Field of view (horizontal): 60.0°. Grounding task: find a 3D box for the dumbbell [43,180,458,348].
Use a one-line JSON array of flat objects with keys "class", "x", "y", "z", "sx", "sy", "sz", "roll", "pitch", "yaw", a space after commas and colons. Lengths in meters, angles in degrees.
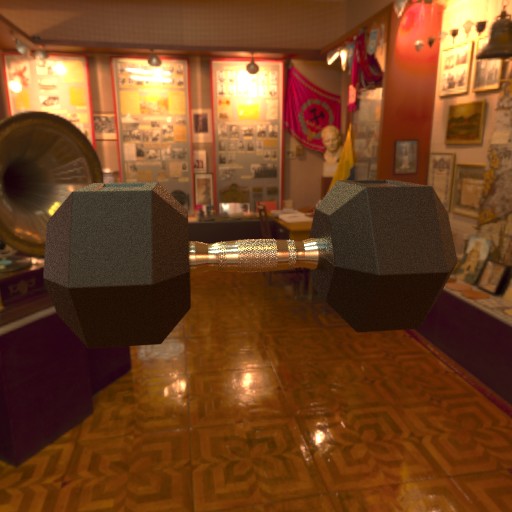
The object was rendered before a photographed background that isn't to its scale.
[{"class": "dumbbell", "x": 0.000, "y": 0.000, "z": 0.429, "sx": 0.361, "sy": 0.137, "sz": 0.157, "roll": -2, "pitch": 14, "yaw": -8}]
